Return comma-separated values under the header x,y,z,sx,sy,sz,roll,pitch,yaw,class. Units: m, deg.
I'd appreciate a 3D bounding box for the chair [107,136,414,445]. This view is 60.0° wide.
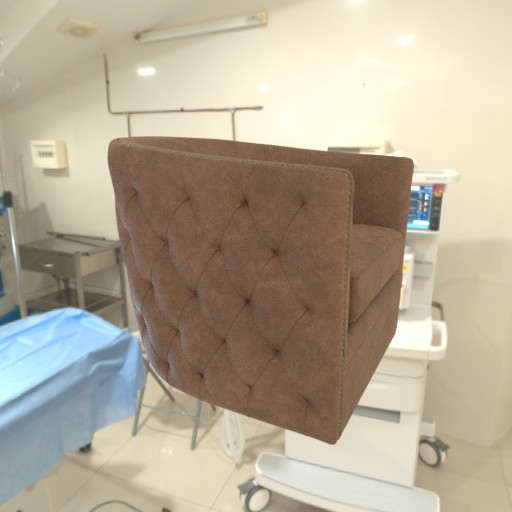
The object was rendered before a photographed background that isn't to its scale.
x,y,z,sx,sy,sz,roll,pitch,yaw,class
0.000,0.000,1.509,0.870,0.790,0.850,8,16,27,chair
